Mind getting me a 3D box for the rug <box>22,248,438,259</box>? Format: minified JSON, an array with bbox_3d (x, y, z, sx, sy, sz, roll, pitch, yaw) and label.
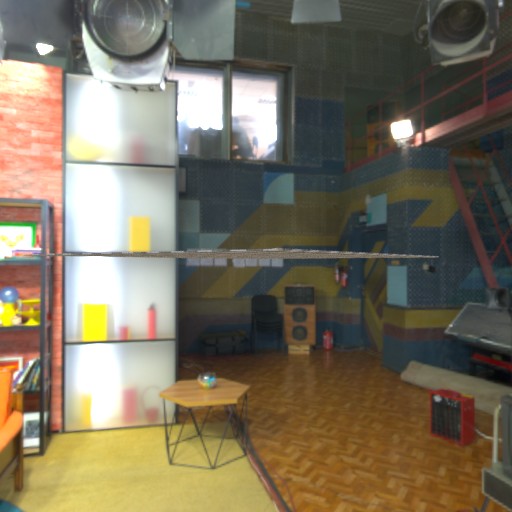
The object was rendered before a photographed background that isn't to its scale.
[{"bbox_3d":[0.000,0.000,4.031,2.432,0.013,3.021,-1,-1,36],"label":"rug"}]
